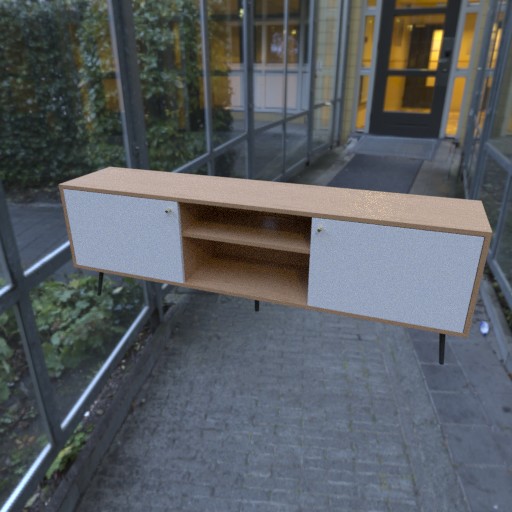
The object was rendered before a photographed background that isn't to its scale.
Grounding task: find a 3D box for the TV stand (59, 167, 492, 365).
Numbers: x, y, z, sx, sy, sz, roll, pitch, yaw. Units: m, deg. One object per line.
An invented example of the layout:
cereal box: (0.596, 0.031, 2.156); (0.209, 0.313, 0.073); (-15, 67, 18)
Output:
TV stand: (0.000, 0.000, 1.981); (1.760, 0.580, 0.400); (8, 26, 18)
